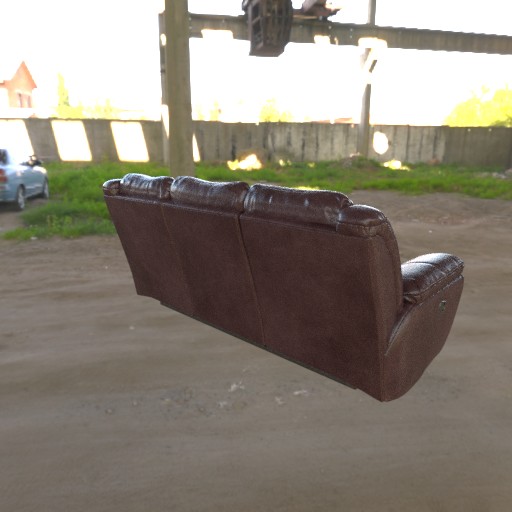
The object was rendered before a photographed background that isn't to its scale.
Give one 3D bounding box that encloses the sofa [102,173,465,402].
[{"bbox_3d":[0.000,0.000,2.900,2.337,1.043,0.991,14,20,43],"label":"sofa"}]
